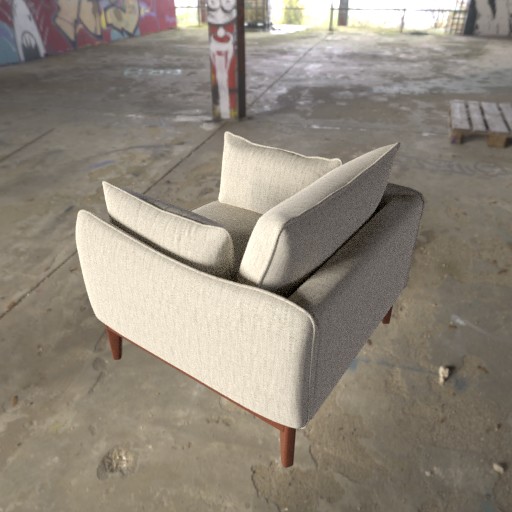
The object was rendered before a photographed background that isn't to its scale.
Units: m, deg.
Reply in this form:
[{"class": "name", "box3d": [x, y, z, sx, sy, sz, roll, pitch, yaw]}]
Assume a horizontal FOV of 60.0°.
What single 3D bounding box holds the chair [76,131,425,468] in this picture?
[{"class": "chair", "box3d": [0.000, 0.000, 1.754, 0.991, 0.855, 0.994, 20, 37, 29]}]
